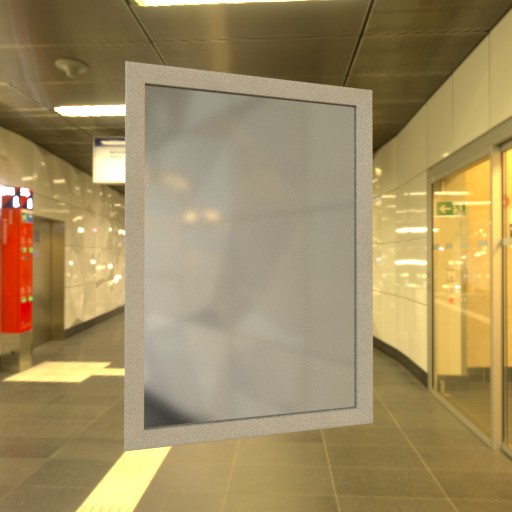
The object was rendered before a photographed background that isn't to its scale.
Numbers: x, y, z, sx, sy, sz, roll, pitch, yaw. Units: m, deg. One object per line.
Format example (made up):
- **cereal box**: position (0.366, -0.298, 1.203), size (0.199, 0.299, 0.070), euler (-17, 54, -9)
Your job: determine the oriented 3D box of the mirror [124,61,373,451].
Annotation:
- **mirror**: position (0.000, 0.000, 0.894), size (0.507, 0.710, 0.040), euler (0, -1, -16)
